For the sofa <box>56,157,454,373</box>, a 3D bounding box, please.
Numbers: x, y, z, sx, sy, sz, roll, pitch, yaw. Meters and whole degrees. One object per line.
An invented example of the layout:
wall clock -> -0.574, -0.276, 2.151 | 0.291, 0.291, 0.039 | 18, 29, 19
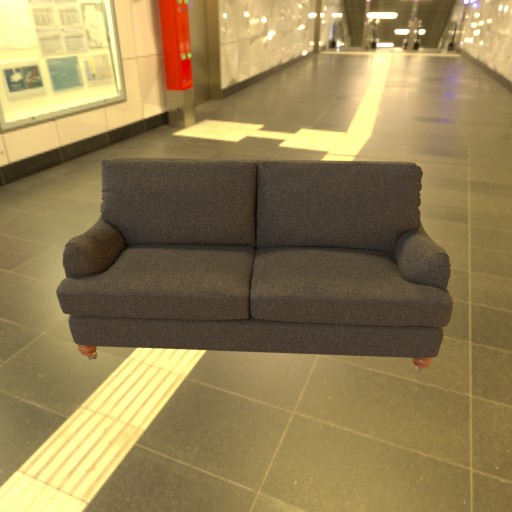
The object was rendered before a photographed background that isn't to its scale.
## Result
sofa -> 0.000, 0.000, 2.790 | 2.160, 1.054, 1.087 | 2, 29, 3
